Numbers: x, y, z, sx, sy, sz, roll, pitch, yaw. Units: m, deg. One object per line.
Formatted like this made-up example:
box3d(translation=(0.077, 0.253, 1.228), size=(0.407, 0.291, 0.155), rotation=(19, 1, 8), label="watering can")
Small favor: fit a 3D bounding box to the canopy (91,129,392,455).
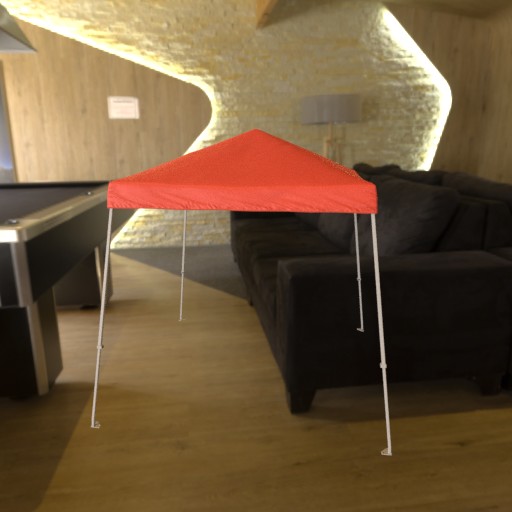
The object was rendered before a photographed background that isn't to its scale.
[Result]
box3d(translation=(0.000, 0.000, 5.159), size=(2.849, 2.850, 2.850), rotation=(2, 14, 8), label="canopy")
